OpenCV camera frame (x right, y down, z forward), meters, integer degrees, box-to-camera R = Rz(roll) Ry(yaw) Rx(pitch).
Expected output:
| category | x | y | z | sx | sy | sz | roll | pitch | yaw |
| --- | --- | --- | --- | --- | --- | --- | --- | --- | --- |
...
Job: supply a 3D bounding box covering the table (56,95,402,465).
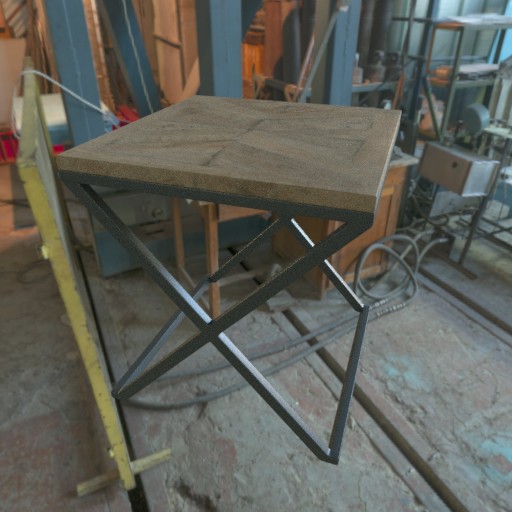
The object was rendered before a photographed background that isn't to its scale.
| category | x | y | z | sx | sy | sz | roll | pitch | yaw |
| --- | --- | --- | --- | --- | --- | --- | --- | --- | --- |
| table | 0.000 | 0.000 | 0.965 | 0.498 | 0.550 | 0.499 | 10 | 32 | 16 |
